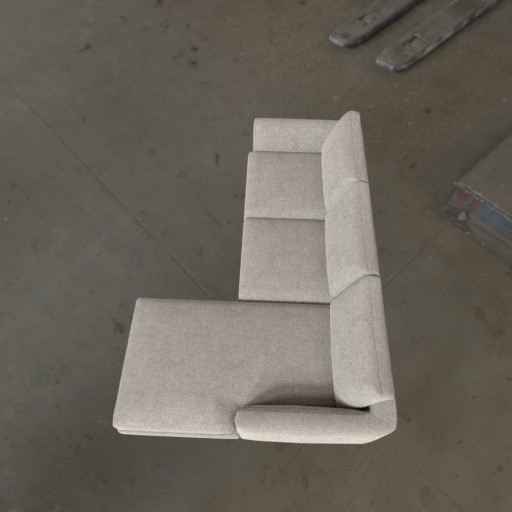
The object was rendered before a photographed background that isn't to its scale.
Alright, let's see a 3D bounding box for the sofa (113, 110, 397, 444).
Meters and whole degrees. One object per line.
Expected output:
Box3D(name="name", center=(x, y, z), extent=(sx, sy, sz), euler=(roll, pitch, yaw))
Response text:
Box3D(name="sofa", center=(0.000, 0.000, 3.165), extent=(1.626, 0.864, 2.438), euler=(2, 58, 1))
